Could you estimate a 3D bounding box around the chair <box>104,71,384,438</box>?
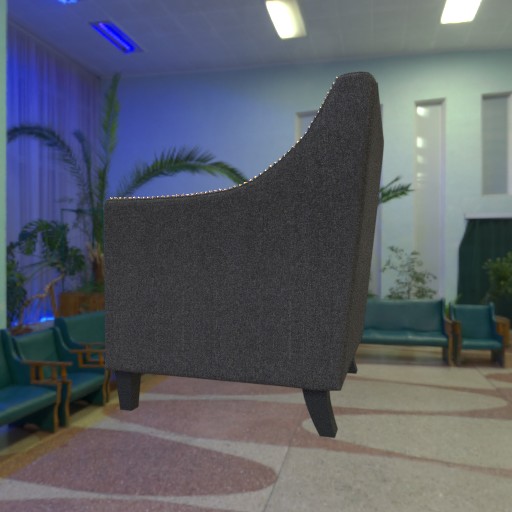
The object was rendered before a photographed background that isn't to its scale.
[{"bbox_3d":[0.000,0.000,1.624,0.884,0.967,0.776,0,0,18],"label":"chair"}]
